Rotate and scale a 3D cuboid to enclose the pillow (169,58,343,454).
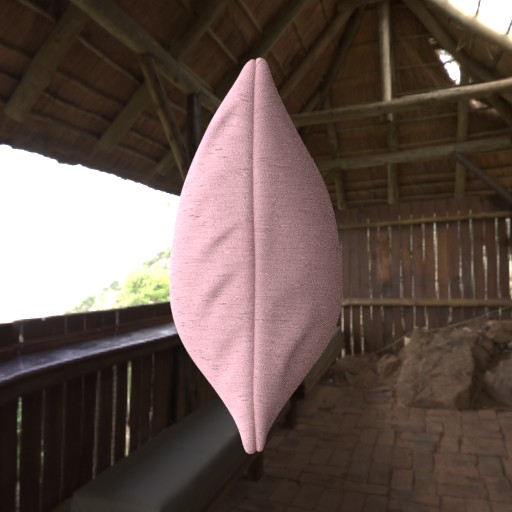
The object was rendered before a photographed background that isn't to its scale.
[{"bbox_3d":[0.000,0.000,0.667,0.246,0.415,0.432,0,0,0],"label":"pillow"}]
